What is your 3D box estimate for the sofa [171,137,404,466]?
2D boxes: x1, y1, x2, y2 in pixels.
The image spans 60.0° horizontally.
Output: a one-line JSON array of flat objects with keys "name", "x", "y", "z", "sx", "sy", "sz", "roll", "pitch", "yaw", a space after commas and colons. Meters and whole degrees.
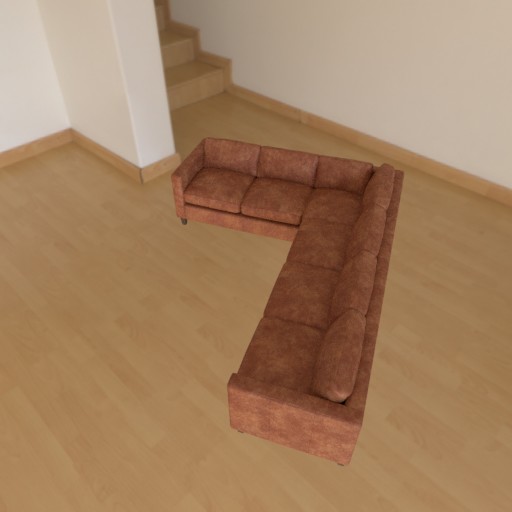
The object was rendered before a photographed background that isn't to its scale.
[{"name": "sofa", "x": 0.000, "y": 0.000, "z": 4.298, "sx": 2.438, "sy": 0.838, "sz": 3.150, "roll": 13, "pitch": 44, "yaw": 14}]
